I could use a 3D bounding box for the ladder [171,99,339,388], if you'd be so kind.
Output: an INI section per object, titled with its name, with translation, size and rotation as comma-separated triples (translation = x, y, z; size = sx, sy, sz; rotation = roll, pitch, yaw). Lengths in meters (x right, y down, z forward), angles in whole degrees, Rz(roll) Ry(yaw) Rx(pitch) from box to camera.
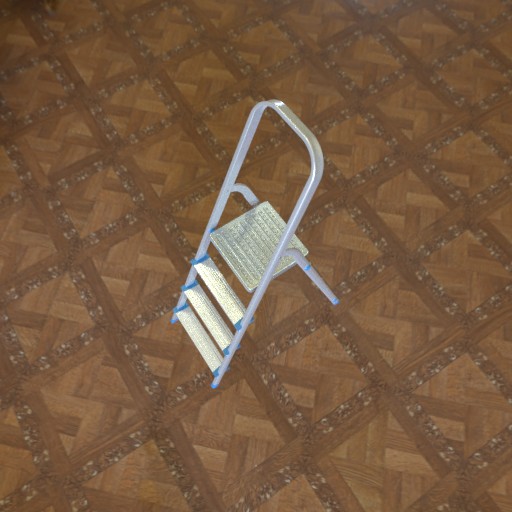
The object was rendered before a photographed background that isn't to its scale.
[ladder]
translation = 0.000, 0.000, 1.821
size = 0.842, 1.434, 0.445
rotation = -32, 69, -14
